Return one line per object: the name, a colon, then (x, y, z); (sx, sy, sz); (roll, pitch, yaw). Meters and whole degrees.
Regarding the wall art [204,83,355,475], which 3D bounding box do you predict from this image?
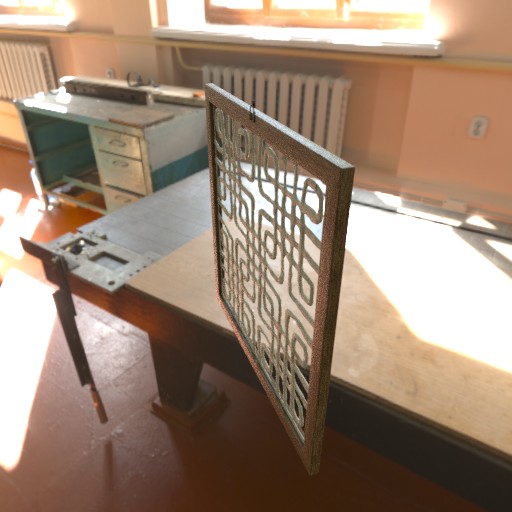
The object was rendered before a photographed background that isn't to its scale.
wall art: (0.000, 0.000, 0.854); (0.021, 0.582, 0.561); (-11, 33, -18)
